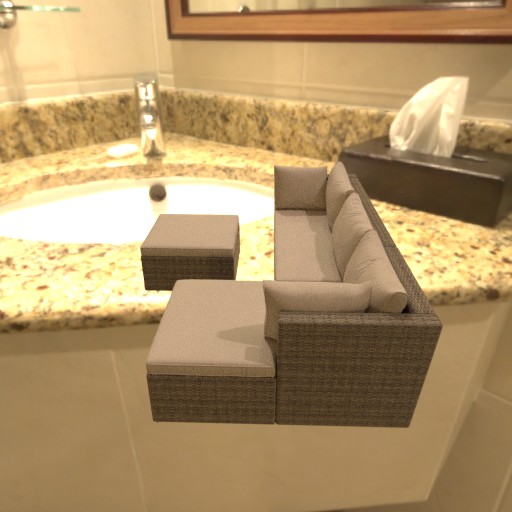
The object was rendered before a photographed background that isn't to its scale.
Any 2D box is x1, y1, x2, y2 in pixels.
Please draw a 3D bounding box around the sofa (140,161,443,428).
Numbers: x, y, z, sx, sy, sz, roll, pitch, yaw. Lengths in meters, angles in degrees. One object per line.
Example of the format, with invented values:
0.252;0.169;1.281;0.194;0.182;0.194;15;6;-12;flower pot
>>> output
0.000;0.000;2.985;1.662;0.766;2.192;1;27;2;sofa
